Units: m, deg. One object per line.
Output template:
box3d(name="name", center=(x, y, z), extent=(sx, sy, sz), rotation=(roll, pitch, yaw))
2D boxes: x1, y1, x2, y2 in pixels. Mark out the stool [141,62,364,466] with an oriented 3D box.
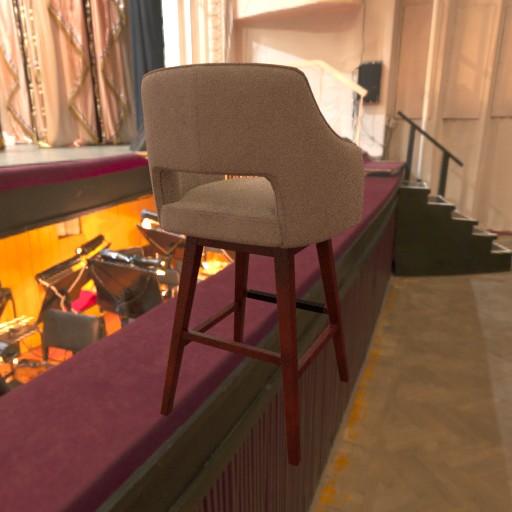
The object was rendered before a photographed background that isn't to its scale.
box3d(name="stool", center=(0.000, 0.000, 1.326), extent=(0.548, 1.012, 0.558), rotation=(9, 19, 27))
